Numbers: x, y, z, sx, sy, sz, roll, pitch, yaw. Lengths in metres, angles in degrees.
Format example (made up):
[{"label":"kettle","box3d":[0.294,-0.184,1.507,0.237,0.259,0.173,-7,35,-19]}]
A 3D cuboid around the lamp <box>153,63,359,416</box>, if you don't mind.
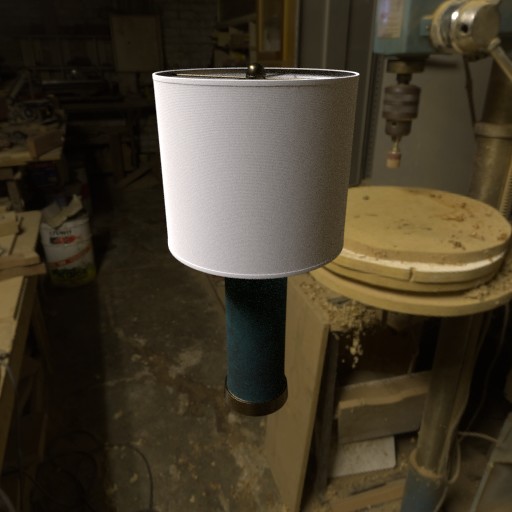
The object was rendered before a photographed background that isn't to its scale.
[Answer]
[{"label":"lamp","box3d":[0.000,0.000,0.788,0.301,0.630,0.301,-8,27,-16]}]
